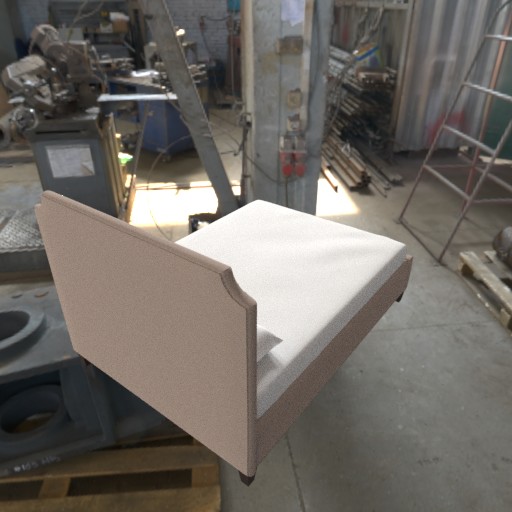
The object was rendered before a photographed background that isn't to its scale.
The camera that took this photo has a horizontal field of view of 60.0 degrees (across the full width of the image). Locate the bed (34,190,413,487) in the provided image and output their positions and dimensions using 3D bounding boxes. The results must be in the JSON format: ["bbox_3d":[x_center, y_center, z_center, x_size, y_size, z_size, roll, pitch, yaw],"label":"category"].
[{"bbox_3d":[0.000,0.000,3.380,1.713,1.443,2.372,21,37,32],"label":"bed"}]
